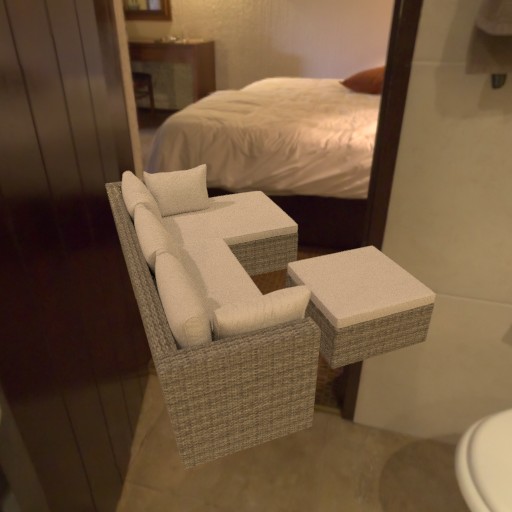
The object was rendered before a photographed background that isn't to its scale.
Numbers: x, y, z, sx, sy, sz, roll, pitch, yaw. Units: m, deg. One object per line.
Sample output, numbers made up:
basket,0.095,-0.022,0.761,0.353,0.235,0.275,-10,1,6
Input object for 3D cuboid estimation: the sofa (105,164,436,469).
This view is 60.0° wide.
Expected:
sofa,0.000,0.000,2.946,1.662,0.766,2.192,-11,31,-19
